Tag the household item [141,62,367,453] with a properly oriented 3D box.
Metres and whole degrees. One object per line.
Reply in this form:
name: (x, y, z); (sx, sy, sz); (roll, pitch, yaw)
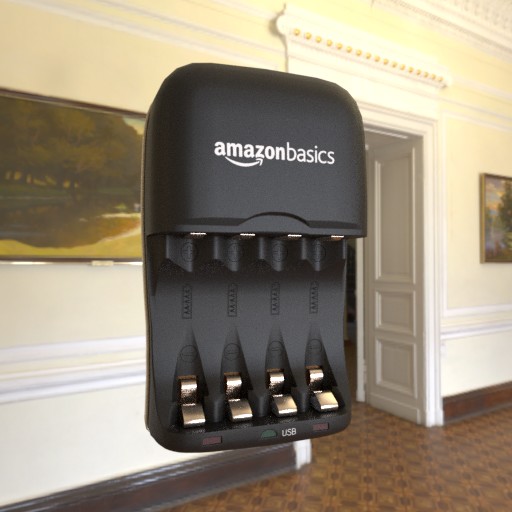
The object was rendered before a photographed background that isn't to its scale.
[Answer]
household item: (0.000, 0.000, 0.141); (0.070, 0.114, 0.038); (0, -1, -18)
